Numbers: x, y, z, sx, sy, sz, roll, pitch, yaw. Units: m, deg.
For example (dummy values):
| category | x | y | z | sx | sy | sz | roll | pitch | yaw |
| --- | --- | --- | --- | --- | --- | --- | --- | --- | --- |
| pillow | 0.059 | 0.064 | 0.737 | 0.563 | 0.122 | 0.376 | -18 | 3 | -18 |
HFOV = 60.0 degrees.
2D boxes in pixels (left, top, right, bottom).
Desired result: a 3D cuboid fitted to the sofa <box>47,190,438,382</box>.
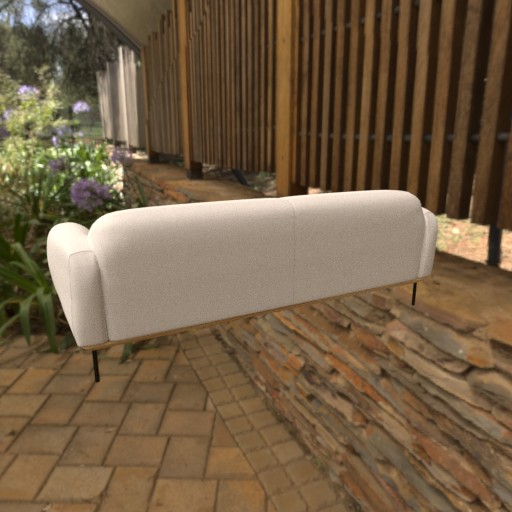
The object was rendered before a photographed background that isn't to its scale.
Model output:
| category | x | y | z | sx | sy | sz | roll | pitch | yaw |
| --- | --- | --- | --- | --- | --- | --- | --- | --- | --- |
| sofa | 0.000 | 0.000 | 2.684 | 2.257 | 0.780 | 0.880 | -8 | 17 | -27 |
